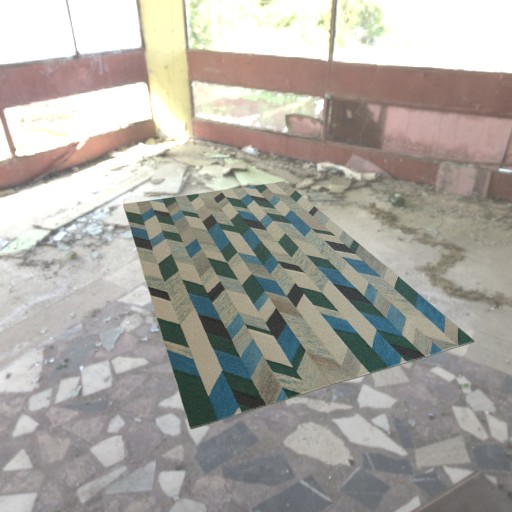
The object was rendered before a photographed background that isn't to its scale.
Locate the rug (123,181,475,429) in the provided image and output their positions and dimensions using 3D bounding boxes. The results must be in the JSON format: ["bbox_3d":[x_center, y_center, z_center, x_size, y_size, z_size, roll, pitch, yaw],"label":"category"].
[{"bbox_3d":[0.000,0.000,3.019,1.507,0.007,2.433,-11,32,-18],"label":"rug"}]
